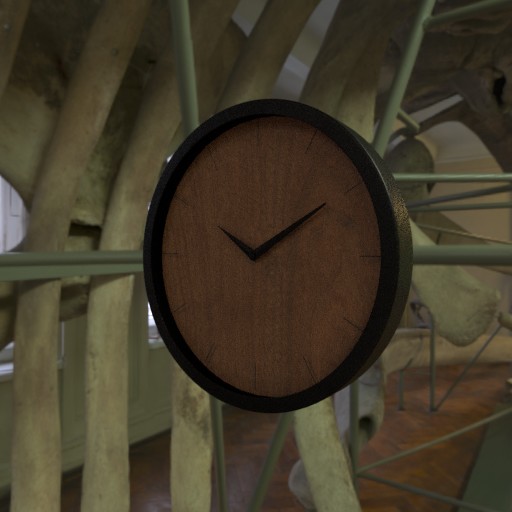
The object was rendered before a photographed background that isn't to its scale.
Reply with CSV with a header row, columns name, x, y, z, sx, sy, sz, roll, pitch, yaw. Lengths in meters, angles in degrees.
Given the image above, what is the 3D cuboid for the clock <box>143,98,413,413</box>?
name,x,y,z,sx,sy,sz,roll,pitch,yaw
clock,0.000,0.000,0.465,0.314,0.314,0.040,0,0,36
